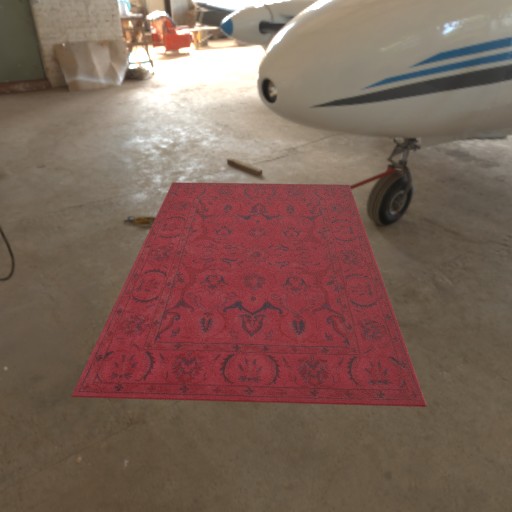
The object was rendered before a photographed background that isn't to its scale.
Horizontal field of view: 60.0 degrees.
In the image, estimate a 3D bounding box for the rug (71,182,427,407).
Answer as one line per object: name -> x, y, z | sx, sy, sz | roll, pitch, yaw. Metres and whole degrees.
rug -> 0.000, 0.000, 2.263 | 1.209, 0.008, 1.814 | 1, 33, 2
